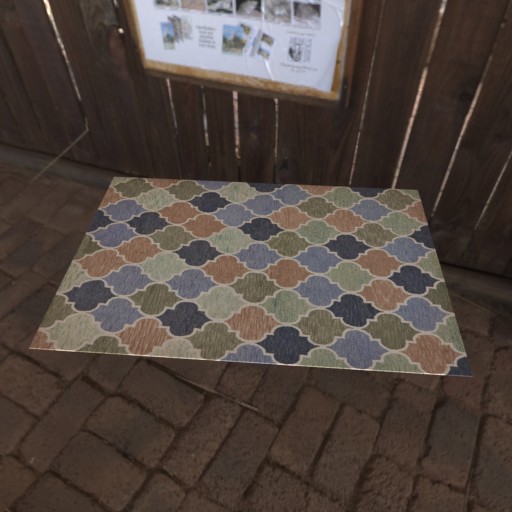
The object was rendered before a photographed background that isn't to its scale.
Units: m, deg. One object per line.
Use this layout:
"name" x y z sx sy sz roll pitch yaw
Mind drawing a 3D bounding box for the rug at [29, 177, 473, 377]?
"rug" 0.000 0.000 2.804 2.284 0.006 1.521 3 46 3
